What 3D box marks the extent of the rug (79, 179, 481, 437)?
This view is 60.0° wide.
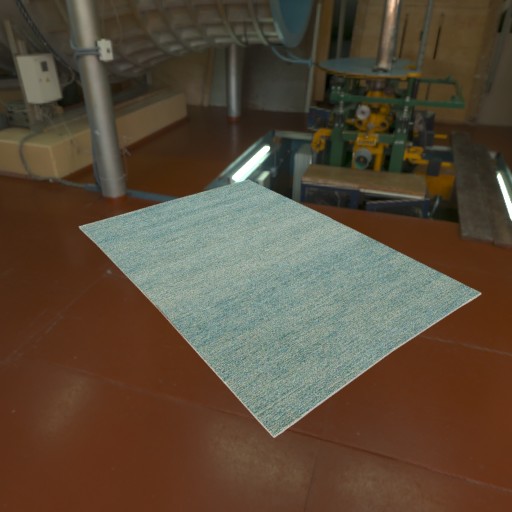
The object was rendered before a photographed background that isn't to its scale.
[{"bbox_3d":[0.000,0.000,2.961,1.593,0.029,2.305,-22,37,-31],"label":"rug"}]
